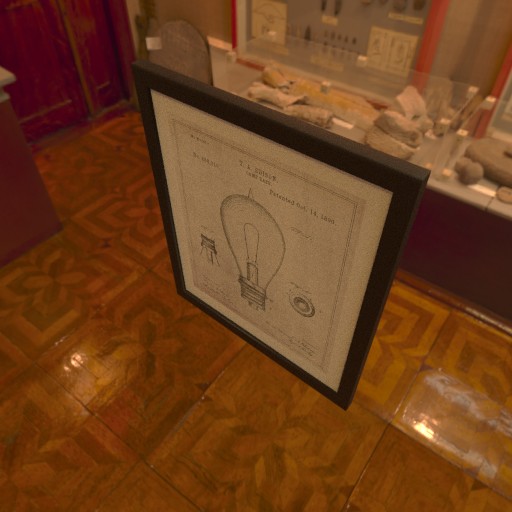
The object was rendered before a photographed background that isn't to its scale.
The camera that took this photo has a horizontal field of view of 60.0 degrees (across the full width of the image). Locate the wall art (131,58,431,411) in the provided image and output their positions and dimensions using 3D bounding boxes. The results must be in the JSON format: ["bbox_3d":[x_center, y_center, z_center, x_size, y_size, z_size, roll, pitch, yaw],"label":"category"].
[{"bbox_3d":[0.000,0.000,0.711,0.430,0.509,0.021,30,53,26],"label":"wall art"}]
